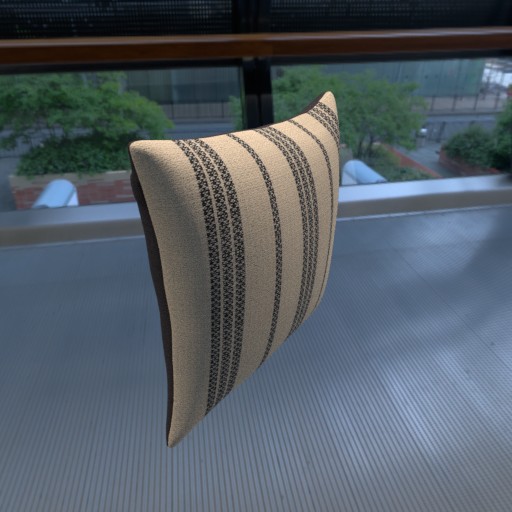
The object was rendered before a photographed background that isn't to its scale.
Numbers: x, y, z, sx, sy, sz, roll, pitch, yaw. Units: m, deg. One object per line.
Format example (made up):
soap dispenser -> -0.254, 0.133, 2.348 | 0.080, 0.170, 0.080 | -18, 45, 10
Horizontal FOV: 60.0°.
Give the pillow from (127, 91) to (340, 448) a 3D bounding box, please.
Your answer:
pillow -> 0.000, 0.000, 0.639 | 0.173, 0.406, 0.405 | 18, 33, 30
